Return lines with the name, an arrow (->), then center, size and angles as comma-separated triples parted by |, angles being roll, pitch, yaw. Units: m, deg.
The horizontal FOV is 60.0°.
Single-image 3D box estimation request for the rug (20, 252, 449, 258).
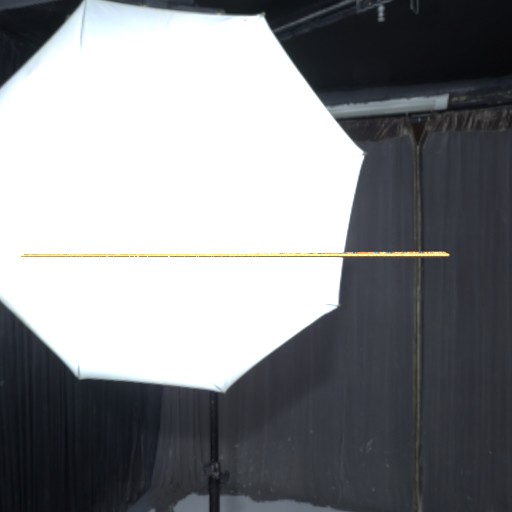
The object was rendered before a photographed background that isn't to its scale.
rug -> 0.000, 0.000, 4.104 | 3.040, 0.031, 2.435 | 0, 0, 17
